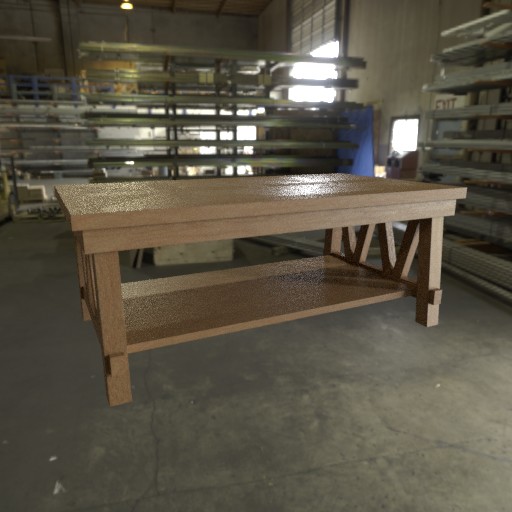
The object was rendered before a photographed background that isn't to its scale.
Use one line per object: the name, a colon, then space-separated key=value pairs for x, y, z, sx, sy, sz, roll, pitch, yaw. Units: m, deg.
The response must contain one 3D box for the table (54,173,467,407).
table: x=0.000 y=0.000 z=1.626 sx=1.270 sy=0.507 sz=0.711 roll=-7 pitch=17 yaw=-25
